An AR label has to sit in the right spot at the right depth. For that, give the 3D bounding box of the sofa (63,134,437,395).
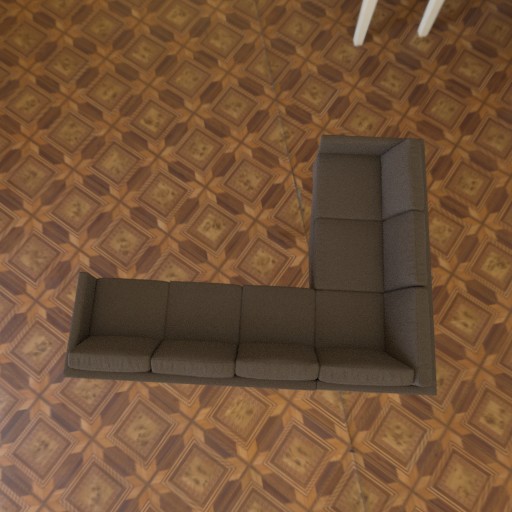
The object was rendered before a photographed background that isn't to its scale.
[{"bbox_3d":[0.000,0.000,4.283,3.182,0.871,2.432,3,75,1],"label":"sofa"}]
